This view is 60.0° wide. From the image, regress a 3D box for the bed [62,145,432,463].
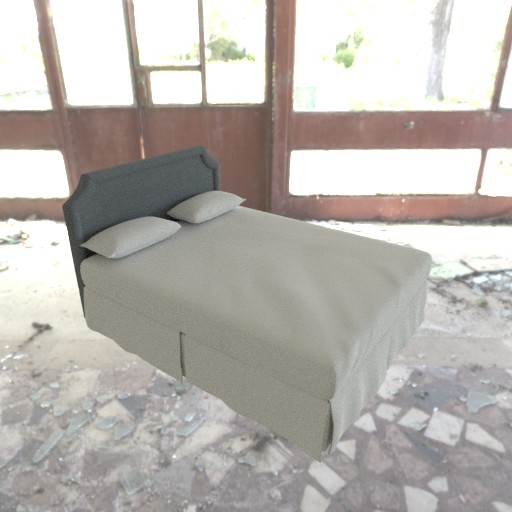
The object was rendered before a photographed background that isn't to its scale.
[{"bbox_3d":[0.000,0.000,3.674,2.464,1.306,1.977,17,30,32],"label":"bed"}]
